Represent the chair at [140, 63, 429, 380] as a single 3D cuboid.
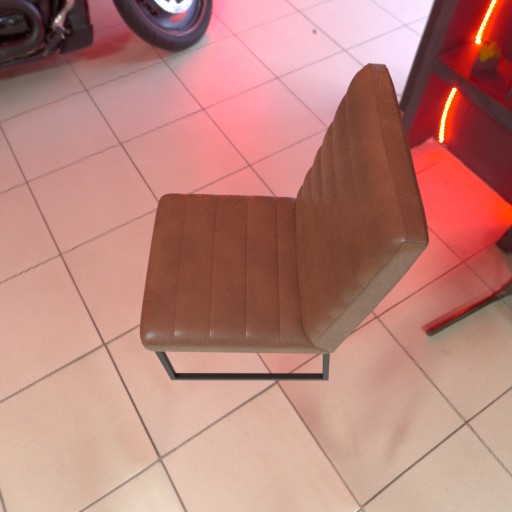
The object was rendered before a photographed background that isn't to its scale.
[{"bbox_3d":[0.000,0.000,1.288,0.634,0.930,0.520,0,59,0],"label":"chair"}]
